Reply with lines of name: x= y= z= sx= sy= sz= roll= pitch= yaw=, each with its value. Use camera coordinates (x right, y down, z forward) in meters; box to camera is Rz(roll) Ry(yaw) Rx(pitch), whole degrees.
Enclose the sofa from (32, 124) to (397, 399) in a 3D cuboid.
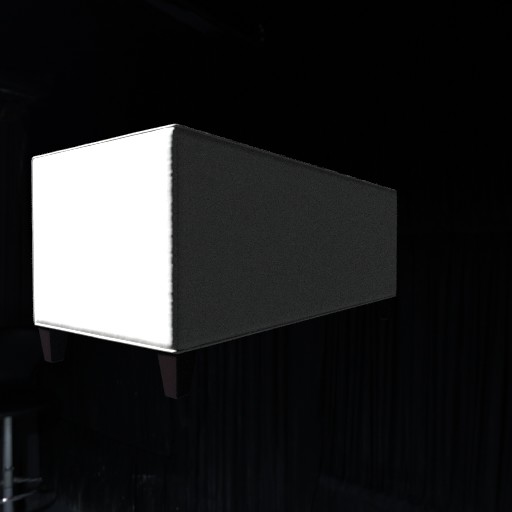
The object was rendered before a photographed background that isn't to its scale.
sofa: x=0.000 y=0.000 z=2.139 sx=0.775 sy=0.762 sz=1.778 roll=1 pitch=2 yaw=36
